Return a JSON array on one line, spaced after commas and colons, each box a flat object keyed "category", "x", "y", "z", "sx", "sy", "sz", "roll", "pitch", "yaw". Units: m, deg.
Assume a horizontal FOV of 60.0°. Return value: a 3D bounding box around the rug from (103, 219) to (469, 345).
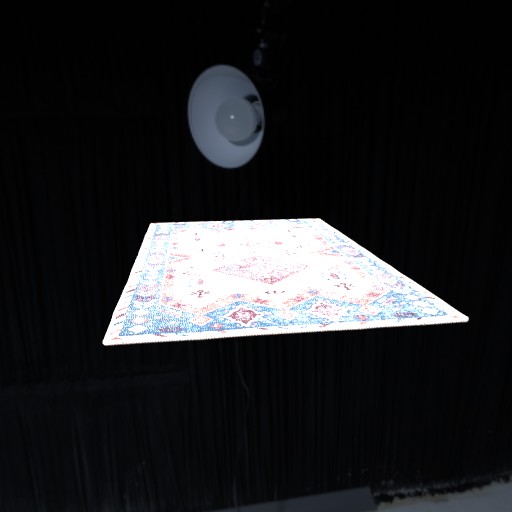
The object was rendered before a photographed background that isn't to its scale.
[{"category": "rug", "x": 0.000, "y": 0.000, "z": 2.308, "sx": 1.225, "sy": 0.015, "sz": 1.840, "roll": -2, "pitch": 16, "yaw": -8}]
